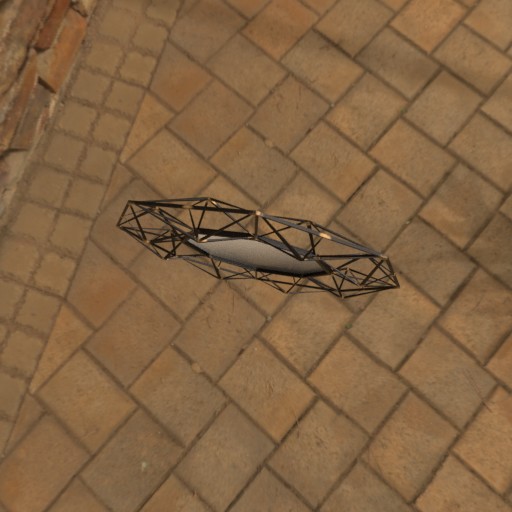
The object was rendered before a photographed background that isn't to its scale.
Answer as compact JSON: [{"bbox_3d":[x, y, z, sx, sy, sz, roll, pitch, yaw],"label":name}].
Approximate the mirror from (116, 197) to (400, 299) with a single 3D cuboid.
[{"bbox_3d":[0.000,0.000,1.083,0.710,0.710,0.094,12,78,3],"label":"mirror"}]
